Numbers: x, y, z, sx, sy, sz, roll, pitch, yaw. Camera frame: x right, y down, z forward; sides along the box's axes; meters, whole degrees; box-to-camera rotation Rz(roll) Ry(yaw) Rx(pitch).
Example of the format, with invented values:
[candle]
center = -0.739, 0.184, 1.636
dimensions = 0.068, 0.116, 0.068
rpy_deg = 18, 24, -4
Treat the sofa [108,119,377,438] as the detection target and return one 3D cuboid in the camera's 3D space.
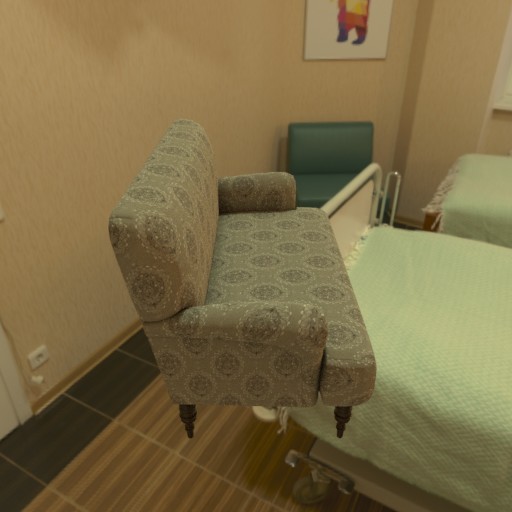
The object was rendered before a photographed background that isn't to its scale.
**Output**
[sofa]
center = 0.000, 0.000, 1.851
dimensions = 0.779, 0.889, 1.297
rpy_deg = 0, 30, 0
